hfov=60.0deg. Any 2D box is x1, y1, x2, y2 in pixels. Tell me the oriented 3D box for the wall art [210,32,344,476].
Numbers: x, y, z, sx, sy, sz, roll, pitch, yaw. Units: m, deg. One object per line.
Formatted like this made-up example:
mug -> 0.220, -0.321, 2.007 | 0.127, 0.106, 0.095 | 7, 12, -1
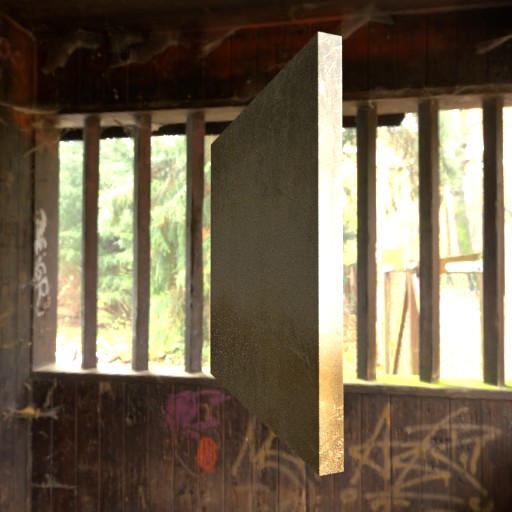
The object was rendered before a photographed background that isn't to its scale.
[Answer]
wall art -> 0.000, 0.000, 0.901 | 0.038, 0.610, 0.610 | 0, -1, -20
